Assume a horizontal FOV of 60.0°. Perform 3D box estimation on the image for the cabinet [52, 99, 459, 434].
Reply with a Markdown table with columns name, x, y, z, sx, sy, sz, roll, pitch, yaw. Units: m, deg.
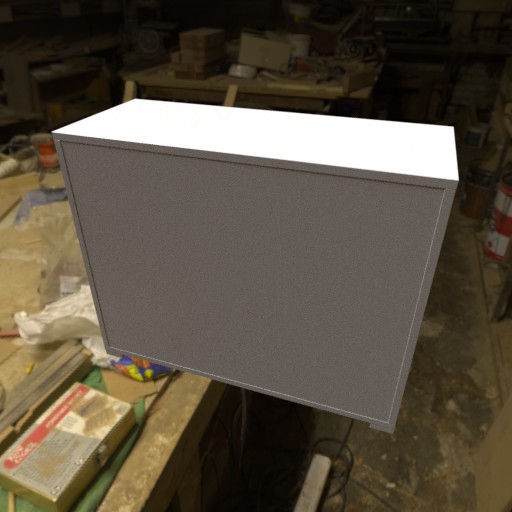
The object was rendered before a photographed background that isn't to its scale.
| name | x | y | z | sx | sy | sz | roll | pitch | yaw |
| --- | --- | --- | --- | --- | --- | --- | --- | --- | --- |
| cabinet | 0.000 | 0.000 | 1.398 | 1.000 | 0.800 | 0.400 | 11 | 34 | 16 |
